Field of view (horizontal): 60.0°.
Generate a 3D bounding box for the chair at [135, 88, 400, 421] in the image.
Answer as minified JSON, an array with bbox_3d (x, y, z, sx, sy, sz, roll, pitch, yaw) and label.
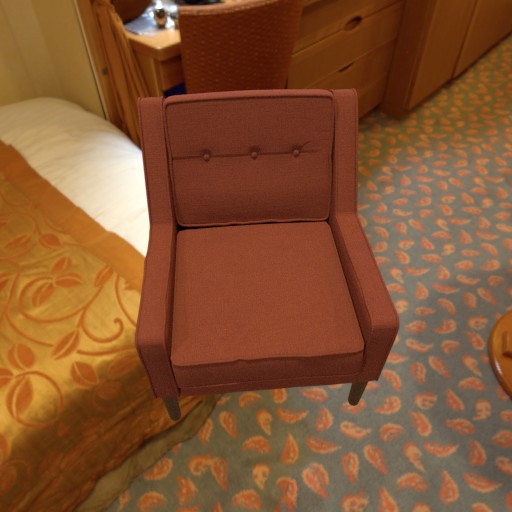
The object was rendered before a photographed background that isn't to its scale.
[{"bbox_3d":[0.000,0.000,1.395,0.680,0.812,0.770,-4,47,-3],"label":"chair"}]
